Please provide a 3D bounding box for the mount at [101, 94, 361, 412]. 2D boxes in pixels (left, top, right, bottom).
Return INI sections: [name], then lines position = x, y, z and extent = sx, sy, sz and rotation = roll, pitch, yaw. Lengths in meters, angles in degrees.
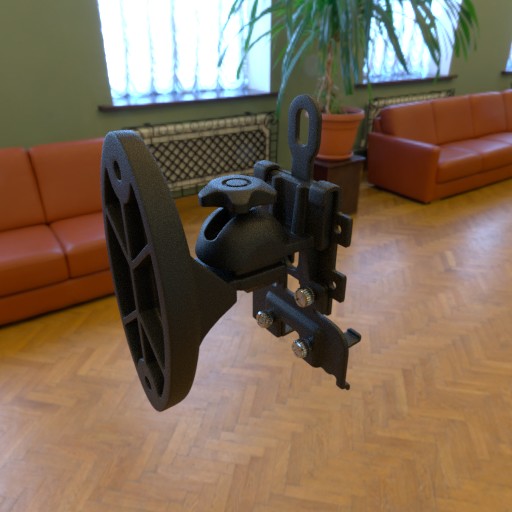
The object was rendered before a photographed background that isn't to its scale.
[mount]
position = 0.000, 0.000, 0.175
extent = 0.100, 0.118, 0.066
rotation = -18, 32, -31
